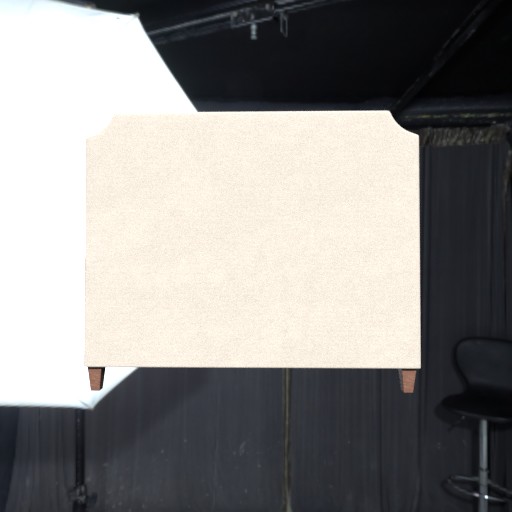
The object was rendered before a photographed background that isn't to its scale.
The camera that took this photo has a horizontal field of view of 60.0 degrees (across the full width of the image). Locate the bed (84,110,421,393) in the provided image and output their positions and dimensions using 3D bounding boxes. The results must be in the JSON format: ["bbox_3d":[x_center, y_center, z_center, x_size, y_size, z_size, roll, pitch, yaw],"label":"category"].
[{"bbox_3d":[0.000,0.000,3.380,1.703,1.415,2.329,0,-1,1],"label":"bed"}]
